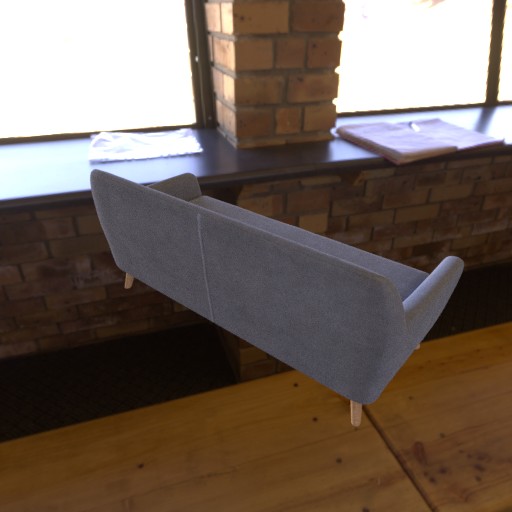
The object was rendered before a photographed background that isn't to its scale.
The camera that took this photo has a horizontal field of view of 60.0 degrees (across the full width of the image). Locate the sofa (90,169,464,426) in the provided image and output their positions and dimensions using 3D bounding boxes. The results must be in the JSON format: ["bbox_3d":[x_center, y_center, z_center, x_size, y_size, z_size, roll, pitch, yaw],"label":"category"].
[{"bbox_3d":[0.000,0.000,2.475,1.970,0.830,0.830,23,37,34],"label":"sofa"}]
